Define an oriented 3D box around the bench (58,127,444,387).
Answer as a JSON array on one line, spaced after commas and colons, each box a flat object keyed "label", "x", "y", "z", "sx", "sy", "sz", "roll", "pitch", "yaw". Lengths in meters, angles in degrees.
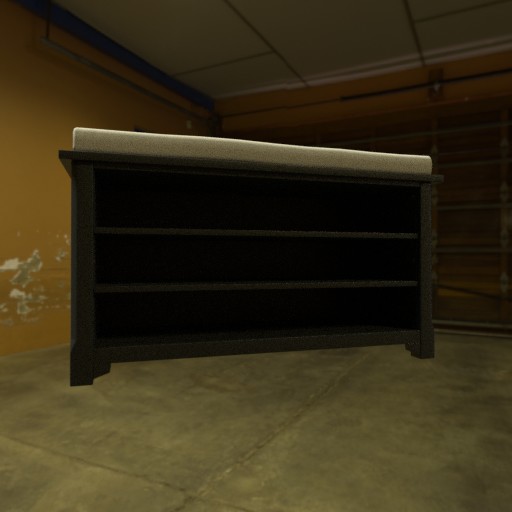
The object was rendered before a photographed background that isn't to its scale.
[{"label": "bench", "x": 0.000, "y": 0.000, "z": 1.235, "sx": 0.973, "sy": 0.561, "sz": 0.345, "roll": 0, "pitch": 0, "yaw": -17}]
